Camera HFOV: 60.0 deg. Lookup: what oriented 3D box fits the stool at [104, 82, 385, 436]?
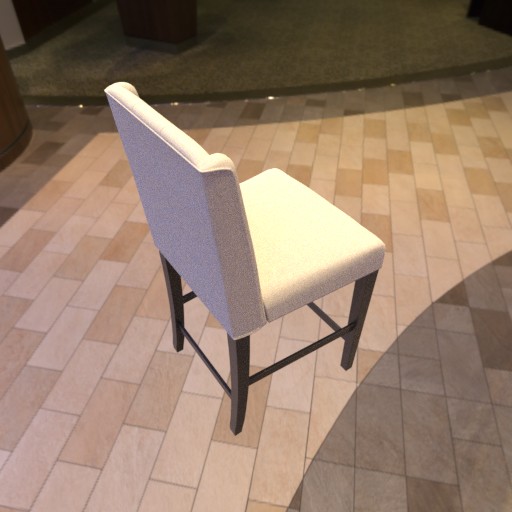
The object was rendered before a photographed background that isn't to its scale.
[{"bbox_3d":[0.000,0.000,1.236,0.509,0.939,0.474,-25,47,-26],"label":"stool"}]
